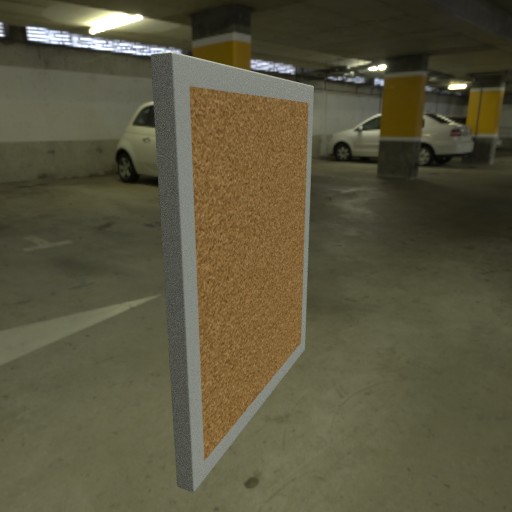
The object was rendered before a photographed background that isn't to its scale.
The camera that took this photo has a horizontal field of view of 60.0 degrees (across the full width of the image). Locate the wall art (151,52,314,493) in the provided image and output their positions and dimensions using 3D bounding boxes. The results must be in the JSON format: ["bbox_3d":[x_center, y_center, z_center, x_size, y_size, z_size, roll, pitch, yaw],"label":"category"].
[{"bbox_3d":[0.000,0.000,0.731,0.028,0.556,0.454,8,18,25],"label":"wall art"}]
